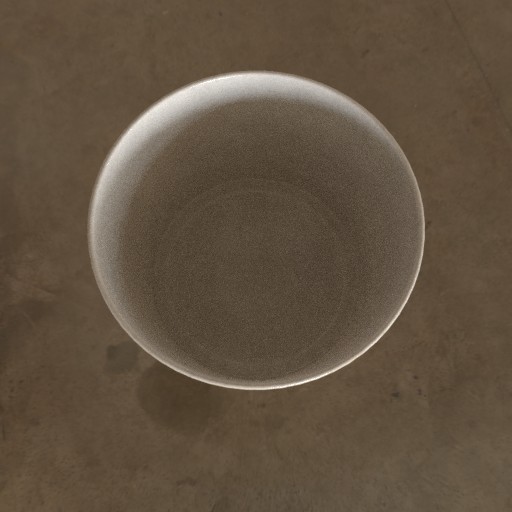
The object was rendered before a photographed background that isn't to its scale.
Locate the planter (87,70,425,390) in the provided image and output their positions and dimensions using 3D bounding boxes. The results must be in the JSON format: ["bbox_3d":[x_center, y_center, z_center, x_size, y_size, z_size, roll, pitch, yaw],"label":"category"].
[{"bbox_3d":[0.000,0.000,0.337,0.190,0.181,0.190,0,75,0],"label":"planter"}]
